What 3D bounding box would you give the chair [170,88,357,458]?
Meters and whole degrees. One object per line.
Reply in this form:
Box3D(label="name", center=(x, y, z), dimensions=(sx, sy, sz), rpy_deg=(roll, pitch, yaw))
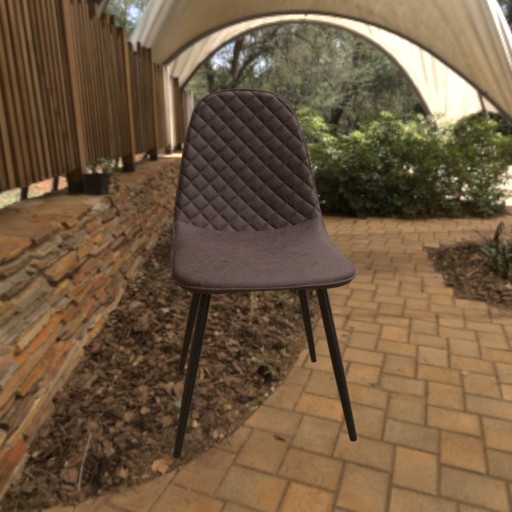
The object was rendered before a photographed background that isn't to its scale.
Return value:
Box3D(label="chair", center=(0.000, 0.000, 1.203), dimensions=(0.472, 0.889, 0.561), rpy_deg=(-2, 17, -7))
